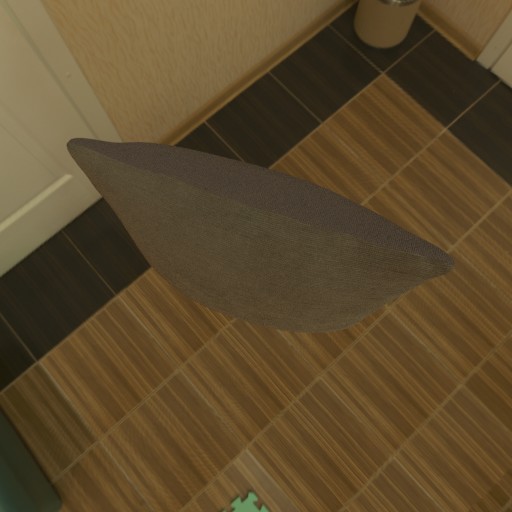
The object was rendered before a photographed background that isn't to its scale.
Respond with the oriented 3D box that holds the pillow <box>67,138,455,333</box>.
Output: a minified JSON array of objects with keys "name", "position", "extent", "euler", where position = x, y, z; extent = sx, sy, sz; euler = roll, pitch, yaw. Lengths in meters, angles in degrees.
[{"name":"pillow","position":[0.000,0.000,0.689],"extent":[0.452,0.439,0.204],"euler":[18,76,5]}]
